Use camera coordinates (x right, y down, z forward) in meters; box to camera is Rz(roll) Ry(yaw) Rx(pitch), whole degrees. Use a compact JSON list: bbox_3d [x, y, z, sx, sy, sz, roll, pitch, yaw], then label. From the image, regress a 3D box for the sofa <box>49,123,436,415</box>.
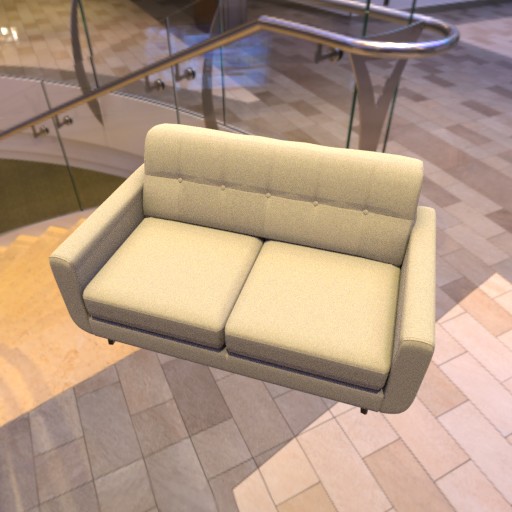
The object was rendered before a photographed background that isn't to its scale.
[{"bbox_3d":[0.000,0.000,2.218,1.655,0.892,0.980,12,42,13],"label":"sofa"}]
